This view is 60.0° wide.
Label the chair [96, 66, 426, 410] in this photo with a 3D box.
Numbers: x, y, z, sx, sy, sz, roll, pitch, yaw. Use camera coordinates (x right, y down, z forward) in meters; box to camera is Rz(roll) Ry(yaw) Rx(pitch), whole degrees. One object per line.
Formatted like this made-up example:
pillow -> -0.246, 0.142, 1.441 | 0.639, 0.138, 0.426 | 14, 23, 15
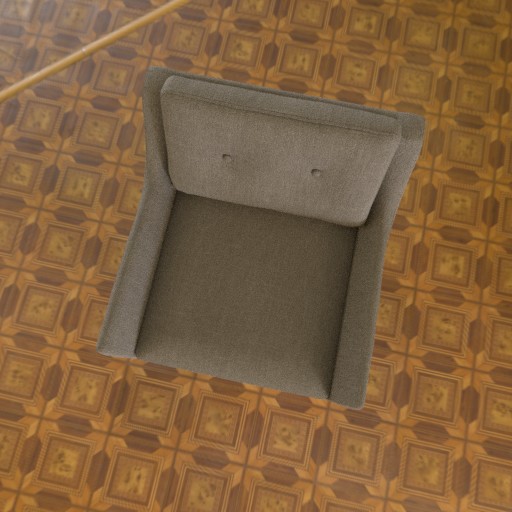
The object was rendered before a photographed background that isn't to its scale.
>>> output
chair -> 0.000, 0.000, 1.512 | 0.847, 0.828, 0.849 | 12, 78, 3
